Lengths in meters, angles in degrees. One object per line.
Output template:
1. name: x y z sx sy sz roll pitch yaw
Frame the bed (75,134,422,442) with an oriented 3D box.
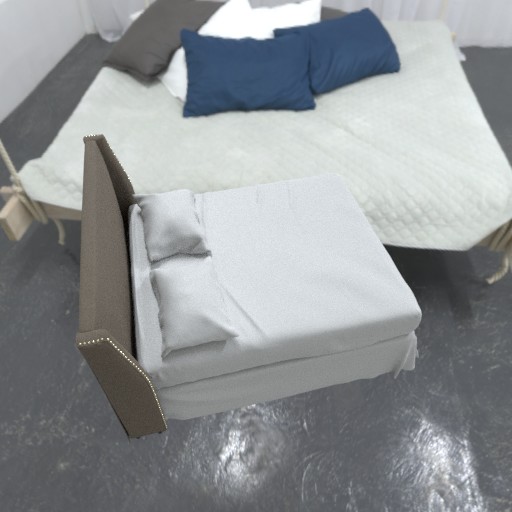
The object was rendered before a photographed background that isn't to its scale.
1. bed: 0.000 0.000 3.416 2.276 1.332 1.925 -10 48 -9
